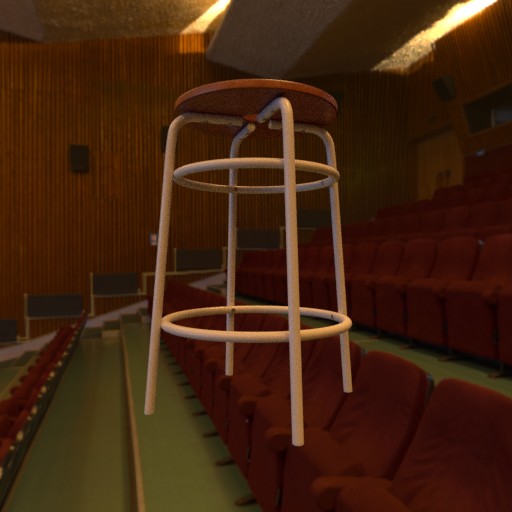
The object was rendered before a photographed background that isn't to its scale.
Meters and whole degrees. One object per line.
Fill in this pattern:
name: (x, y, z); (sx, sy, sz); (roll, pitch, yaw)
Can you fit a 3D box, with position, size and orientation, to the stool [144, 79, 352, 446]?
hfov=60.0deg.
stool: (0.000, 0.000, 0.928); (0.455, 0.610, 0.455); (0, 0, -18)
